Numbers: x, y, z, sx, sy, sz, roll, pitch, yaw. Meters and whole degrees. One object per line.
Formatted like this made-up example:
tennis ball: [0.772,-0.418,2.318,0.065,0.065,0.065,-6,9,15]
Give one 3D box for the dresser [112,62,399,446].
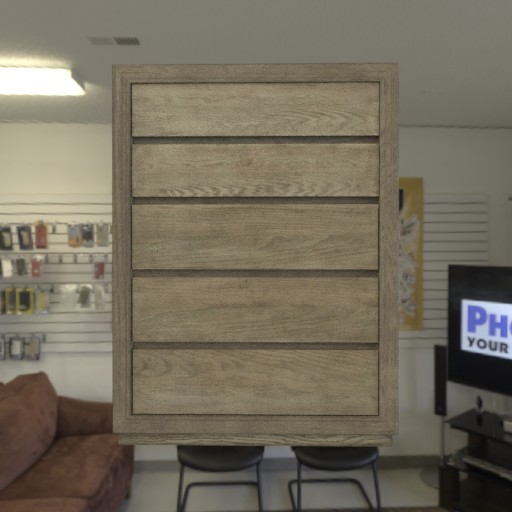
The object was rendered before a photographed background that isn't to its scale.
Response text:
dresser: [0.000,0.000,1.732,0.967,1.295,0.483,0,0,1]
